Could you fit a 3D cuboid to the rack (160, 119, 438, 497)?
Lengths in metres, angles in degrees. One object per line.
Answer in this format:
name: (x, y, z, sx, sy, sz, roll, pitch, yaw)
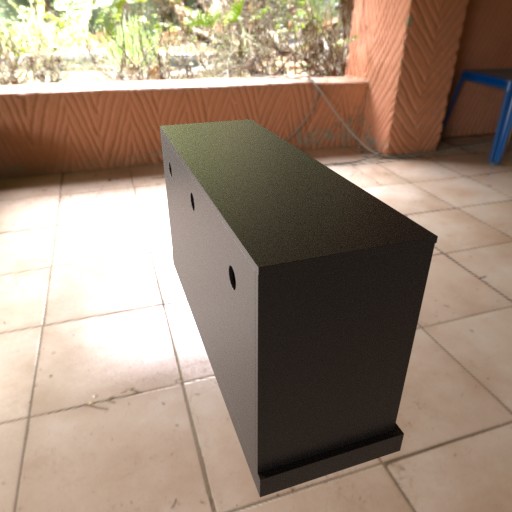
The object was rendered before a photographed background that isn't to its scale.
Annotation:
rack: (0.000, 0.000, 1.476, 0.399, 0.635, 1.206, -9, 30, -17)
